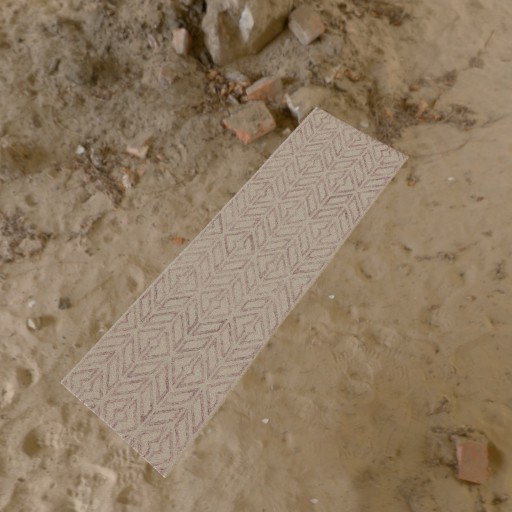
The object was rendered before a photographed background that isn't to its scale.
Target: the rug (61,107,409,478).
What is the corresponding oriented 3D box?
[{"bbox_3d":[0.000,0.000,2.668,0.750,0.009,2.435,34,69,15],"label":"rug"}]
